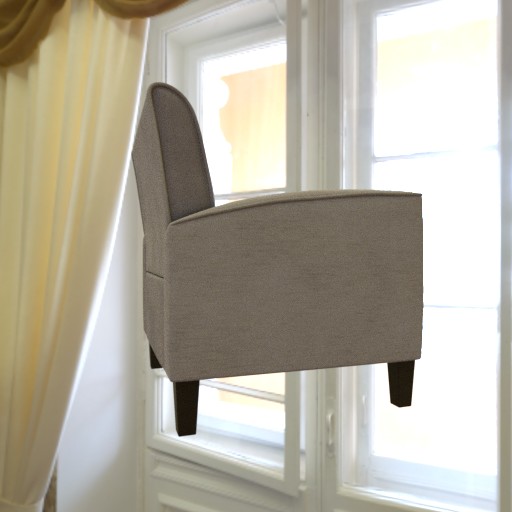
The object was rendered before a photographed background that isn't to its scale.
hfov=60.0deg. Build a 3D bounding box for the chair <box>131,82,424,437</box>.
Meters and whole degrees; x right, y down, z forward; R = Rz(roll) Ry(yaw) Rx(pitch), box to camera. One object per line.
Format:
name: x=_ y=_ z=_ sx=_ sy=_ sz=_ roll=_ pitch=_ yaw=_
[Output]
chair: x=0.000 y=0.000 z=1.582 sx=0.821 sy=0.915 sz=0.820 roll=0 pitch=0 yaw=-19
